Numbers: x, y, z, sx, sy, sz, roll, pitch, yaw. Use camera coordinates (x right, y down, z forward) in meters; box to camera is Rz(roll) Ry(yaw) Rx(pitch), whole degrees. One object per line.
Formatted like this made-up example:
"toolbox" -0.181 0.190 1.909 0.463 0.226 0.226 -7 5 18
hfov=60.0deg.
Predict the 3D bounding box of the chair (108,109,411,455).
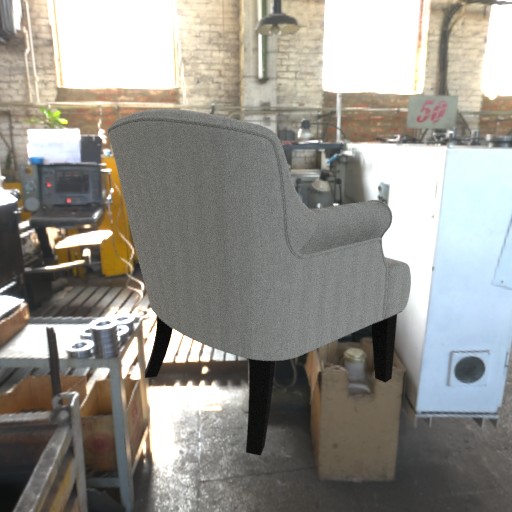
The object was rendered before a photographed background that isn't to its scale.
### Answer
"chair" 0.000 0.000 1.442 0.755 0.880 0.772 -14 20 -42
